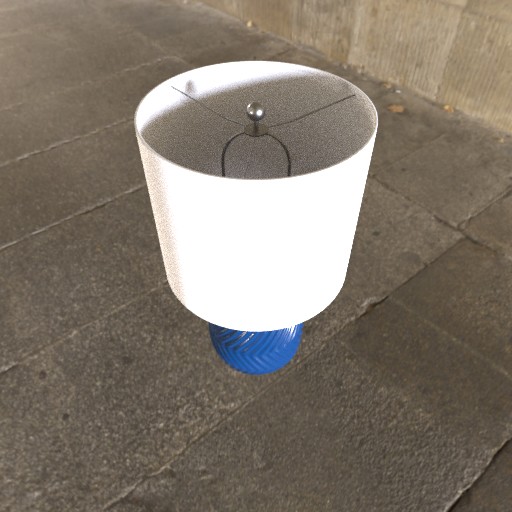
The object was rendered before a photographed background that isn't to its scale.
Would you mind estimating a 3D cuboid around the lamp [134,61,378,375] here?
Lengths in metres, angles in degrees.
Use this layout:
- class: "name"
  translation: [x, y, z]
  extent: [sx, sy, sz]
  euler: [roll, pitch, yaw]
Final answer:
- class: "lamp"
  translation: [0.000, 0.000, 0.503]
  extent: [0.203, 0.368, 0.203]
  euler: [4, 46, 4]
